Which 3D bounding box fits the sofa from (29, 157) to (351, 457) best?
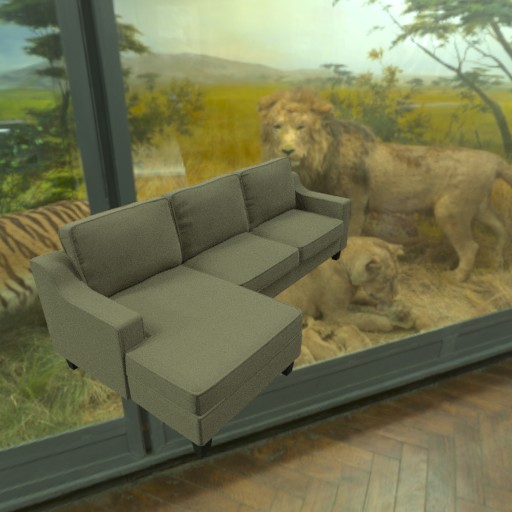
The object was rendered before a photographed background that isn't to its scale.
[{"bbox_3d":[0.000,0.000,3.183,1.294,0.928,2.561,18,30,33],"label":"sofa"}]
